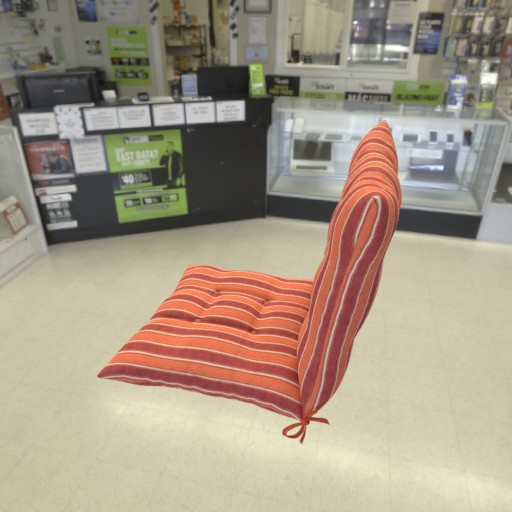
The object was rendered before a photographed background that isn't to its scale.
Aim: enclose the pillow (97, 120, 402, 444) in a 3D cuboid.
[{"bbox_3d":[0.000,0.000,1.009,0.585,0.536,0.541,8,31,14],"label":"pillow"}]
